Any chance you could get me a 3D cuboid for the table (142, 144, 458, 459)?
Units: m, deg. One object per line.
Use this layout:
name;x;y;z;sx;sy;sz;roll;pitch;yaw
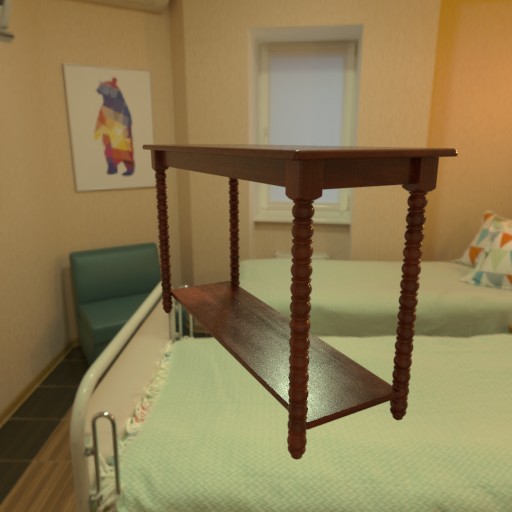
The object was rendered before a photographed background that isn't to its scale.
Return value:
table;0.000;0.000;1.534;0.459;0.740;1.184;-8;16;-27
